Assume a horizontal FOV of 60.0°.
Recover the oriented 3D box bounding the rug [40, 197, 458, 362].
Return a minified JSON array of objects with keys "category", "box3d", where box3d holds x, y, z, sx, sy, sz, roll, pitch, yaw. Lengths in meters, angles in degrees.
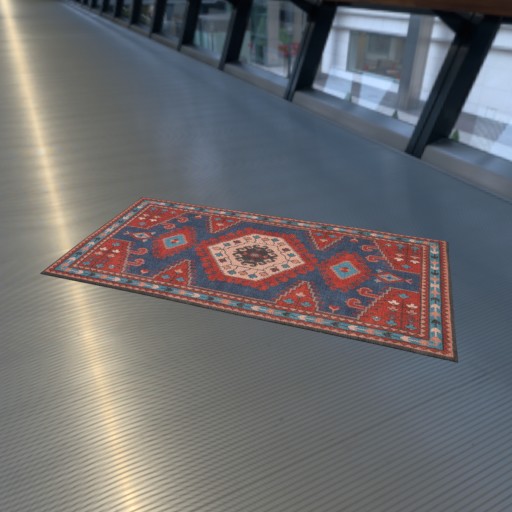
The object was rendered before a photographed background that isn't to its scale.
[{"category":"rug","box3d":[0.000,0.000,3.649,3.032,0.034,1.522,10,33,15]}]
